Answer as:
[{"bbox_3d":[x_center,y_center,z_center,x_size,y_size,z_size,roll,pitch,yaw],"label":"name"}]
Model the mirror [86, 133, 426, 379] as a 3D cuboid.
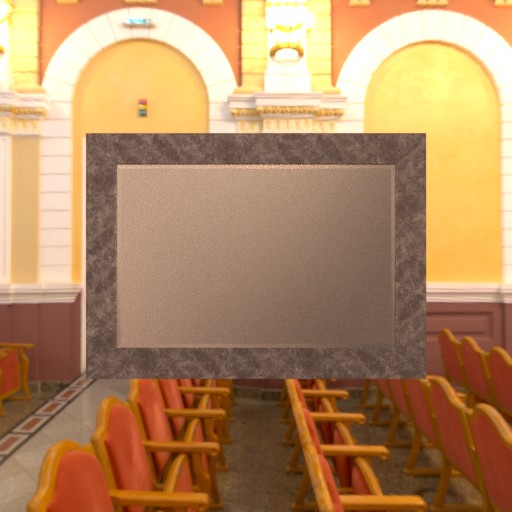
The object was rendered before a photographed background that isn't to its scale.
[{"bbox_3d":[0.000,0.000,1.444,1.101,0.795,0.022,0,0,0],"label":"mirror"}]
